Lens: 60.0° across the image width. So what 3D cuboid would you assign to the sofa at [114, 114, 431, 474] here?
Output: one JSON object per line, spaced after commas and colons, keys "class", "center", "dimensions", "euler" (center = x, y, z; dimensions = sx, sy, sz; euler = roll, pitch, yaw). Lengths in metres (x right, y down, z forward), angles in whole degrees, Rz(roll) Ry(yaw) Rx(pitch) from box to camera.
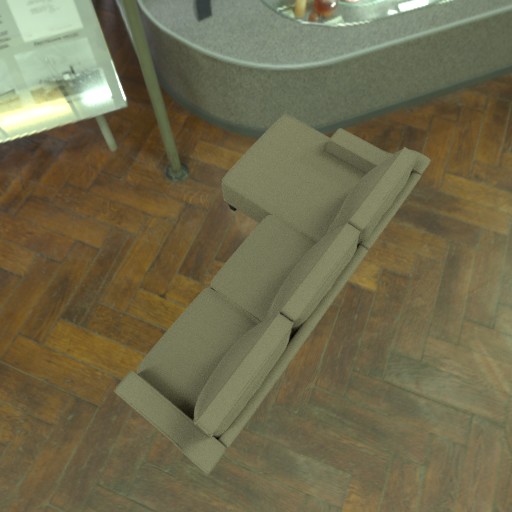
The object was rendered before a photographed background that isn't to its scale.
{"class": "sofa", "center": [0.000, 0.000, 3.179], "dimensions": [1.294, 0.928, 2.561], "euler": [34, 68, 15]}
